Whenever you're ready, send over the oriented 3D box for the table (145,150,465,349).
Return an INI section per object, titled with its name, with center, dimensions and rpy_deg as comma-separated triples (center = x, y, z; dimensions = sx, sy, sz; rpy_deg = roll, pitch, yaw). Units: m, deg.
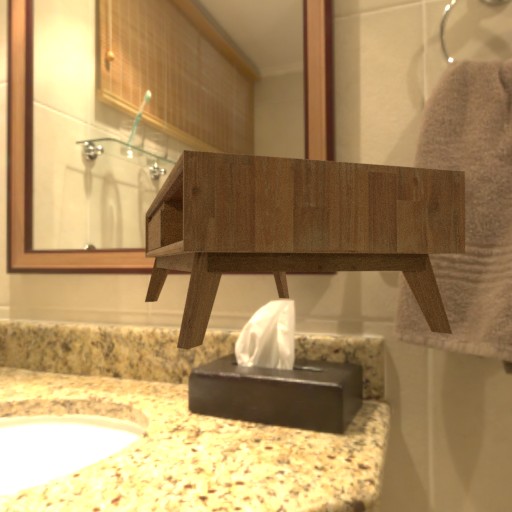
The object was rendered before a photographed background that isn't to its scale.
[table]
center = 0.000, 0.000, 2.064
dimensions = 0.918, 0.531, 1.619
rpy_deg = 0, -1, -17
